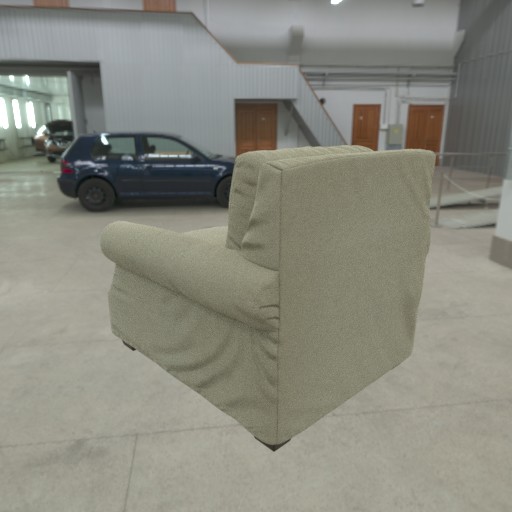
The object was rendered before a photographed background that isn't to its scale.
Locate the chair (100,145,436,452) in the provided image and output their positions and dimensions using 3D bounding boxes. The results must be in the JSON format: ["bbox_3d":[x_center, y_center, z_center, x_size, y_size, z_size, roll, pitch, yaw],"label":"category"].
[{"bbox_3d":[0.000,0.000,1.763,0.940,0.866,1.066,-15,22,-41],"label":"chair"}]
